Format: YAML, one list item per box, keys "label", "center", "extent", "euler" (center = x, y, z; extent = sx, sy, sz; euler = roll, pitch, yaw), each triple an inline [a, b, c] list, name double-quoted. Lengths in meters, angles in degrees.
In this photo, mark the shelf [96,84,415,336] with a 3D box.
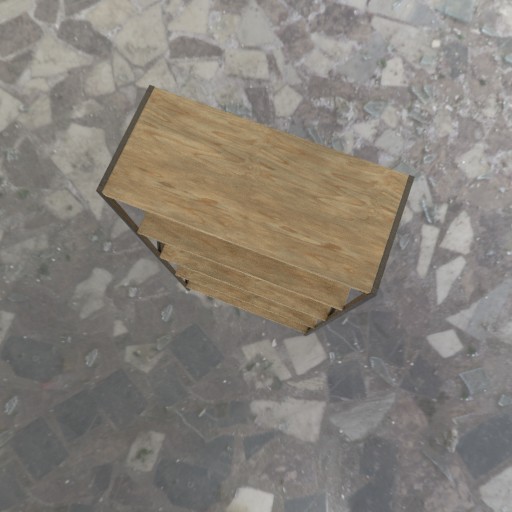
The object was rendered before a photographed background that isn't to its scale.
- label: "shelf"
  center: [0.000, 0.000, 2.200]
  extent: [0.874, 1.803, 0.386]
  euler: [21, 77, 5]
